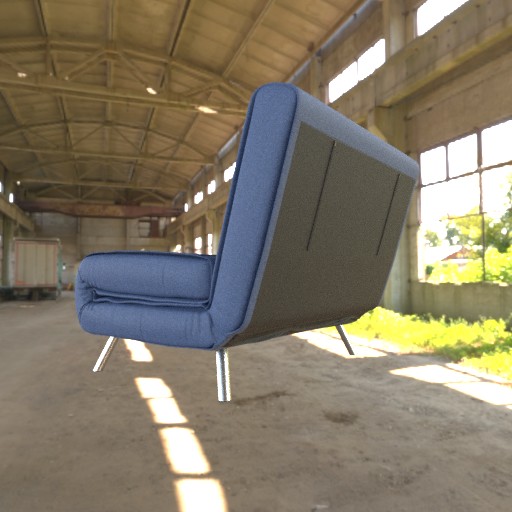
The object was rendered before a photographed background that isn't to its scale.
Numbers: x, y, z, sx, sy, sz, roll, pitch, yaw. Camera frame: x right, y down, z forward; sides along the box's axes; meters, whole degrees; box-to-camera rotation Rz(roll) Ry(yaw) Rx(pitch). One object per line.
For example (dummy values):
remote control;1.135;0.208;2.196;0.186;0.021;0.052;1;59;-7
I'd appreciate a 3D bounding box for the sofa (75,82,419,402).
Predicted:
sofa;0.000;0.000;1.759;0.996;0.860;0.999;-2;-3;37
